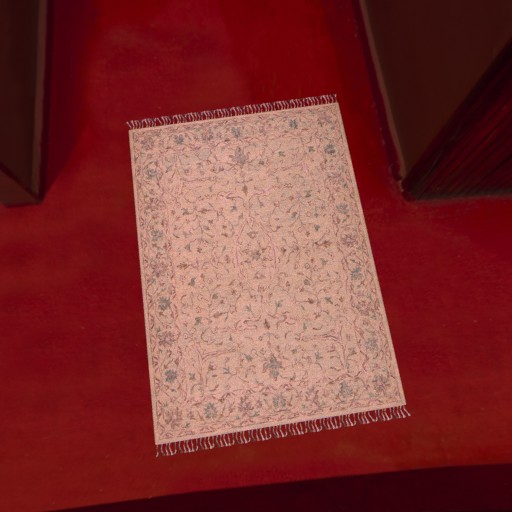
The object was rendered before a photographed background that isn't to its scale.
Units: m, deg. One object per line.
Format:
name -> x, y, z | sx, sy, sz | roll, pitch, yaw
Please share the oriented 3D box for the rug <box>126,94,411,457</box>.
rug -> 0.000, 0.000, 2.339 | 1.247, 0.008, 1.802 | -8, 75, -2
